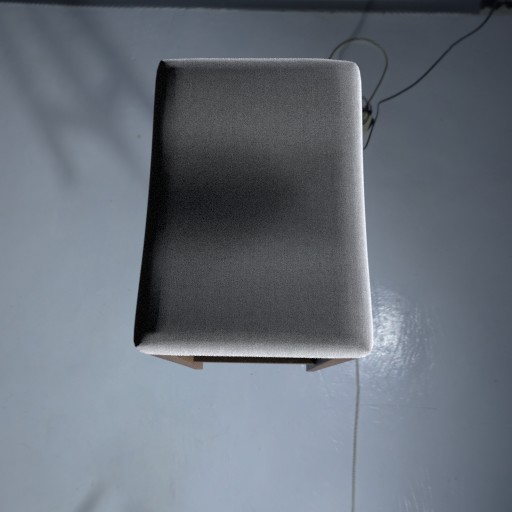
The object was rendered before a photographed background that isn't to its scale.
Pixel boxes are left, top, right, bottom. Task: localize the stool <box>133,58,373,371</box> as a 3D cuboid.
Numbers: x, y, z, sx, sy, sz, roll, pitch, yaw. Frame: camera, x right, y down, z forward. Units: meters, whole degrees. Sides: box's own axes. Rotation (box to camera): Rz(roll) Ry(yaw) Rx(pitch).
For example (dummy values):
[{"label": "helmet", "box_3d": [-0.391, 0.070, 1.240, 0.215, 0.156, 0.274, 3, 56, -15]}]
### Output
[{"label": "stool", "box_3d": [0.000, 0.000, 1.020, 0.356, 0.762, 0.508, 1, 75, 0]}]
